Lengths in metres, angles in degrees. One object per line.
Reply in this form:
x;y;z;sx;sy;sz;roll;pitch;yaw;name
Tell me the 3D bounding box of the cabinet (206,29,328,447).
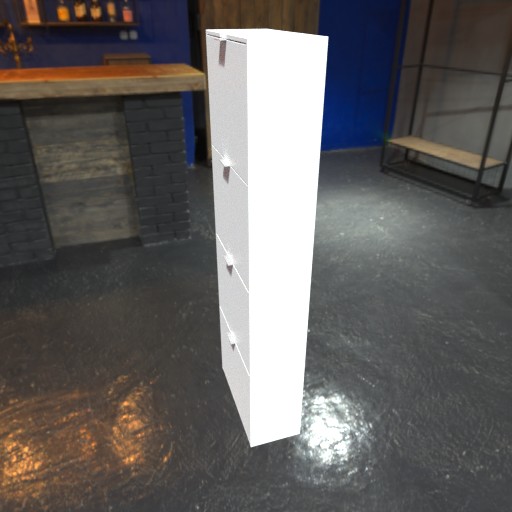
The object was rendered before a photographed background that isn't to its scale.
0.000;0.000;1.811;0.255;1.630;0.520;-9;31;-15;cabinet
